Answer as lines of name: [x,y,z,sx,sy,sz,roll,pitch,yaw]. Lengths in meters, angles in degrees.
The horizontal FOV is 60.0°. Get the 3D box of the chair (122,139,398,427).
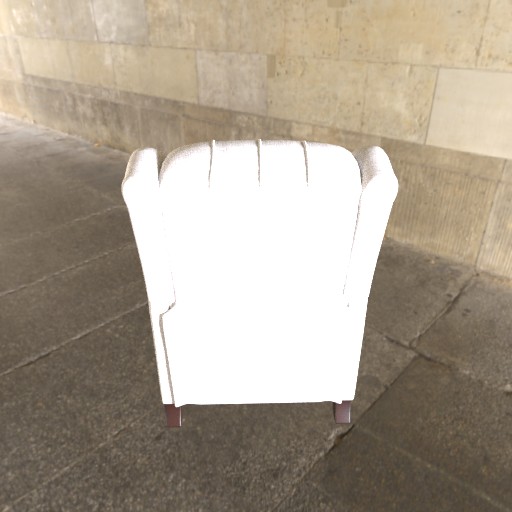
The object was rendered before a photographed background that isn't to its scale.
chair: [0.000,0.000,1.658,0.742,1.035,0.902,-1,29,-1]
